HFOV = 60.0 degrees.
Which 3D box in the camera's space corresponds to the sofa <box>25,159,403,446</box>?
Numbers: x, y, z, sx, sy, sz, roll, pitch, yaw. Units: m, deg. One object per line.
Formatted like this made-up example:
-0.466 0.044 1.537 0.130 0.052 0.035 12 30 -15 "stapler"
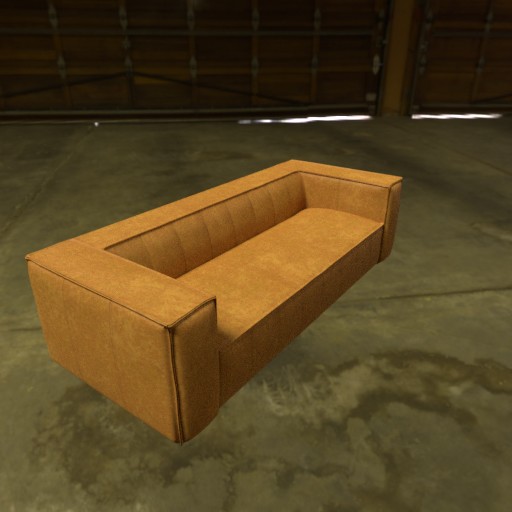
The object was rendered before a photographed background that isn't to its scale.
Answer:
0.000 0.000 3.002 1.102 0.701 2.581 18 31 32 "sofa"
